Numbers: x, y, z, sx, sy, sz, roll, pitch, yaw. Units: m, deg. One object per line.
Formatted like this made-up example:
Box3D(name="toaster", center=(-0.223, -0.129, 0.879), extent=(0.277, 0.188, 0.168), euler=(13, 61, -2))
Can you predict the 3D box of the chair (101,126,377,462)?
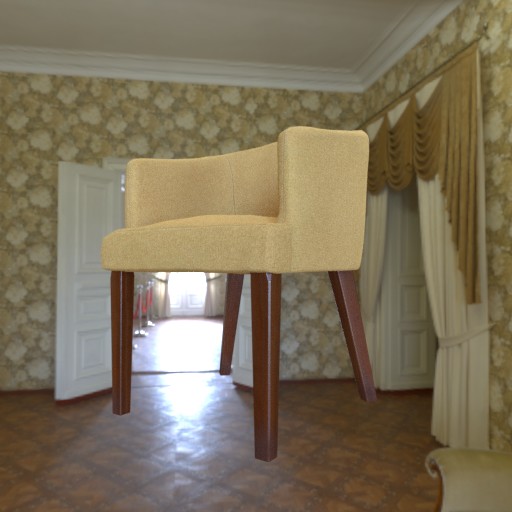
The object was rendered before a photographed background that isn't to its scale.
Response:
Box3D(name="chair", center=(0.000, 0.000, 1.242), extent=(0.583, 0.811, 0.655), euler=(-1, -1, 35))
